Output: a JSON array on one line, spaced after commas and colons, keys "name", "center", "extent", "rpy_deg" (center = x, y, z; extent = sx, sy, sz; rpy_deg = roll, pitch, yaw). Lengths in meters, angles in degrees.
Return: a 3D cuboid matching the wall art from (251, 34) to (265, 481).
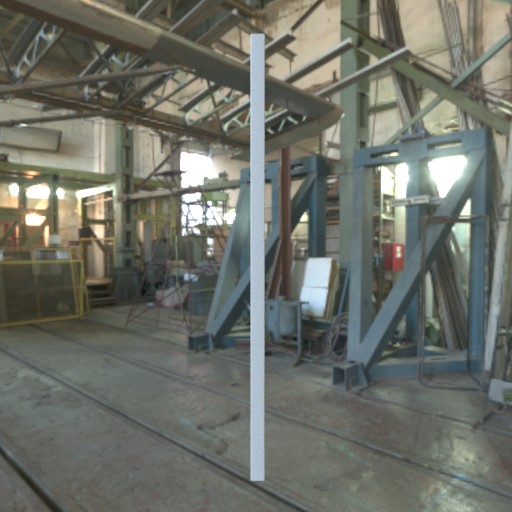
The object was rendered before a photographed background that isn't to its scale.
[{"name": "wall art", "center": [0.000, 0.000, 1.657], "extent": [0.038, 1.212, 0.914], "rpy_deg": [0, 1, -1]}]
